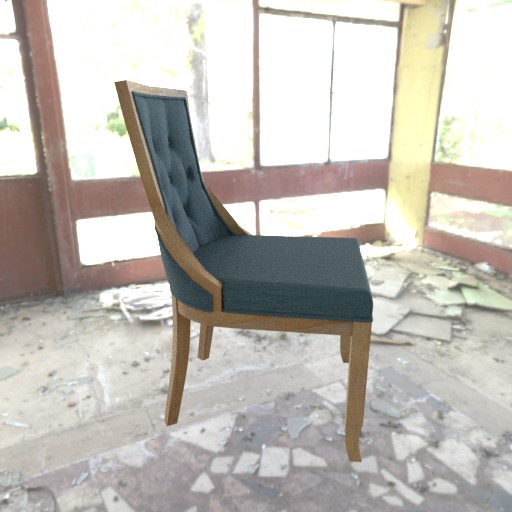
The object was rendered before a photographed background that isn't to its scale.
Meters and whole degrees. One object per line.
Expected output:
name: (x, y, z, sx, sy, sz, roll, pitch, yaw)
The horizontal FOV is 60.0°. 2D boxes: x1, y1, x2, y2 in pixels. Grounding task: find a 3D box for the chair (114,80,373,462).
chair: (0.000, 0.000, 1.312, 0.641, 0.947, 0.524, 3, 18, 8)
